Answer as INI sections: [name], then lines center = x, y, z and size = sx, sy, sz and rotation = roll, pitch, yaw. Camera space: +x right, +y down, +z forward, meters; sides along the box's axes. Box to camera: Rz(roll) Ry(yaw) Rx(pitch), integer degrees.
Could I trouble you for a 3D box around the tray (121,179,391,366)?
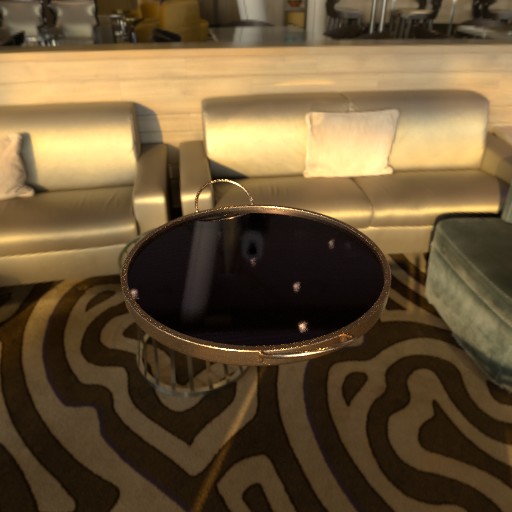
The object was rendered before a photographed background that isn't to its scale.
[tray]
center = 0.000, 0.000, 0.739
size = 0.438, 0.069, 0.543
rotation = -9, 32, -15
